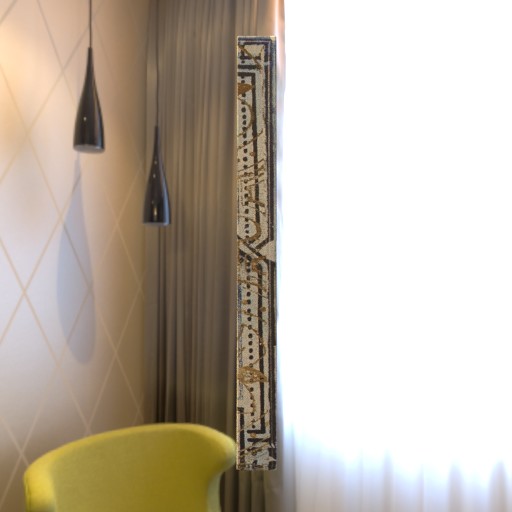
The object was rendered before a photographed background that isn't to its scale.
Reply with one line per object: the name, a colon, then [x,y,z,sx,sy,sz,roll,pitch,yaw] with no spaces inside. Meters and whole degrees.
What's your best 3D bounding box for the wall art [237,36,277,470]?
wall art: [0.000,0.000,0.623,0.038,0.410,0.411,0,-1,0]
